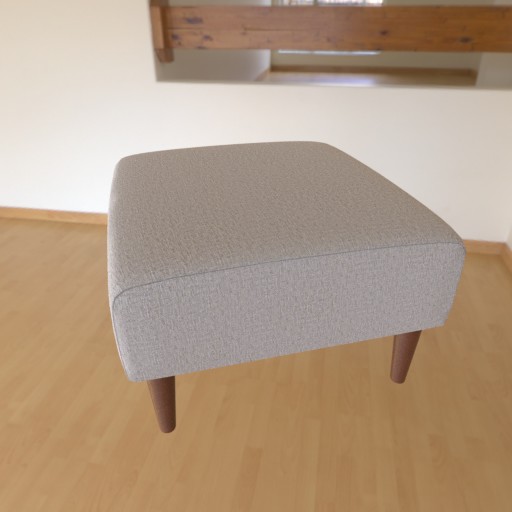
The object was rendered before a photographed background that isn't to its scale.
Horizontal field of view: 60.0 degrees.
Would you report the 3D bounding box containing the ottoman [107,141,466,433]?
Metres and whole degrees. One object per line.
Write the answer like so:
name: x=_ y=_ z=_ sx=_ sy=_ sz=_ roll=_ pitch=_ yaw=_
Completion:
ottoman: x=0.000 y=0.000 z=1.064 sx=0.648 sy=0.399 sz=0.655 roll=-7 pitch=30 yaw=-13
